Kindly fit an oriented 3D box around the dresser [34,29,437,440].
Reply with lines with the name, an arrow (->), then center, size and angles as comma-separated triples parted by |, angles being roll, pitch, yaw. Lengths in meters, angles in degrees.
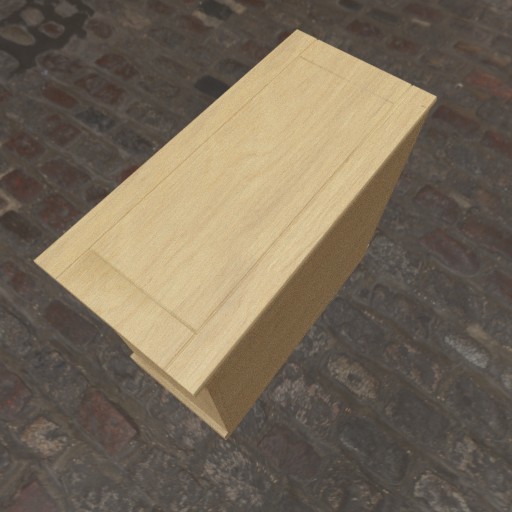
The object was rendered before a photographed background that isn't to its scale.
dresser -> 0.000, 0.000, 1.368 | 0.440, 0.835, 0.915 | 34, 67, 17
